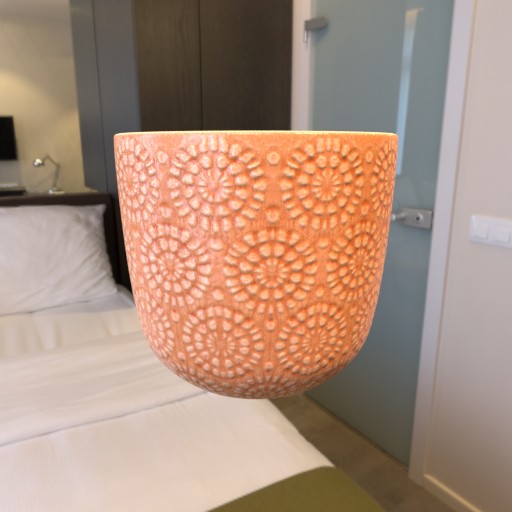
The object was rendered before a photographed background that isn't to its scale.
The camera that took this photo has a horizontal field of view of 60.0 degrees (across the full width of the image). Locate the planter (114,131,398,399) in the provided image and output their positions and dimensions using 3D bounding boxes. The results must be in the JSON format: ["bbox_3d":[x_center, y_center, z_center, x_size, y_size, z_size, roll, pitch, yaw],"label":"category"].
[{"bbox_3d":[0.000,0.000,0.361,0.208,0.190,0.208,0,14,0],"label":"planter"}]
